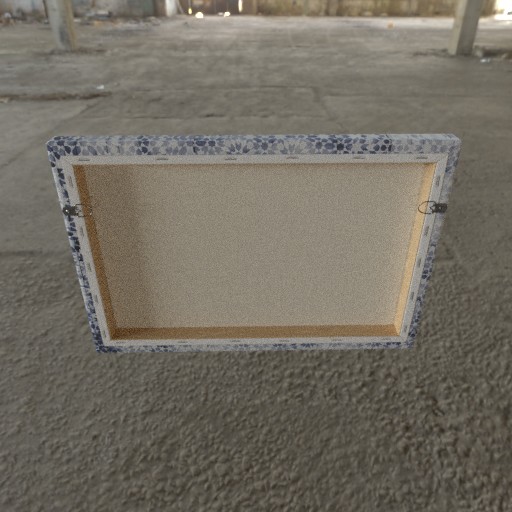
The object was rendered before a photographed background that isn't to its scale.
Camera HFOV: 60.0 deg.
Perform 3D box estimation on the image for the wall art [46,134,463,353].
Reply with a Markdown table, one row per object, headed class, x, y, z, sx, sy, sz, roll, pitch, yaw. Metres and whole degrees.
| class | x | y | z | sx | sy | sz | roll | pitch | yaw |
| --- | --- | --- | --- | --- | --- | --- | --- | --- | --- |
| wall art | 0.000 | 0.000 | 1.140 | 0.911 | 0.608 | 0.057 | -1 | 31 | -1 |
